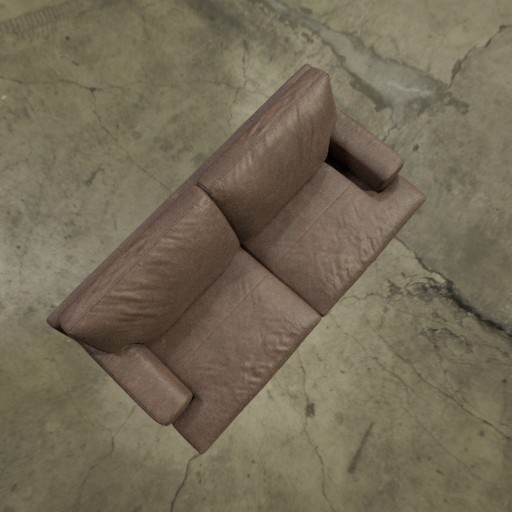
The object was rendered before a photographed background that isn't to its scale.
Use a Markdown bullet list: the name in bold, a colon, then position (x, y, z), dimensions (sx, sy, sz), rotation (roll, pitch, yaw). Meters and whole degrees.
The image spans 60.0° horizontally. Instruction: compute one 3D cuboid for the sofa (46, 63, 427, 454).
- **sofa**: position (0.000, 0.000, 2.783), dimensions (1.143, 0.941, 2.261), rotation (42, 80, 9)
